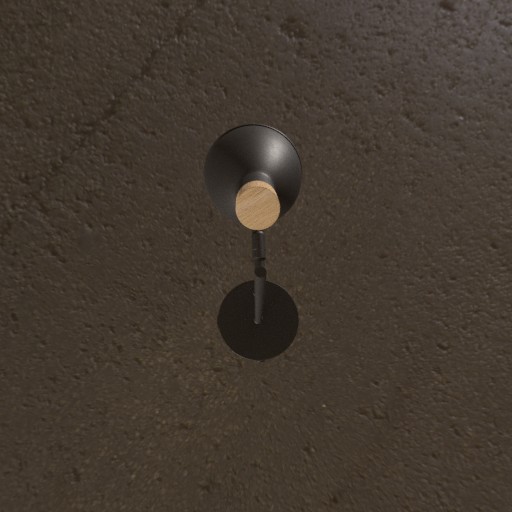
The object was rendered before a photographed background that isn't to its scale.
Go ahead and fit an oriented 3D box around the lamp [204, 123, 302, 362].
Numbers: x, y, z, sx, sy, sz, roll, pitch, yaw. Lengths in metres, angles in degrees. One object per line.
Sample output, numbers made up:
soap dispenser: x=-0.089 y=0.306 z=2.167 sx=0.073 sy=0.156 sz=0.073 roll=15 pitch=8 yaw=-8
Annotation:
lamp: x=0.000 y=0.000 z=0.635 sx=0.152 sy=0.483 sz=0.287 roll=-3 pitch=75 yaw=-1
